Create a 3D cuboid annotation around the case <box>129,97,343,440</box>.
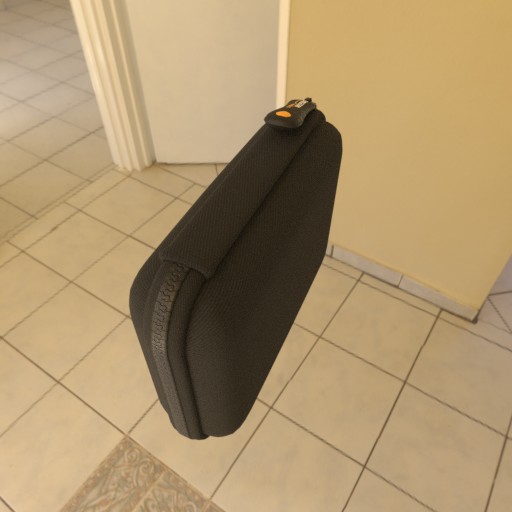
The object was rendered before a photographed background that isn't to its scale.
[{"bbox_3d":[0.000,0.000,0.183,0.038,0.105,0.132,18,49,17],"label":"case"}]
